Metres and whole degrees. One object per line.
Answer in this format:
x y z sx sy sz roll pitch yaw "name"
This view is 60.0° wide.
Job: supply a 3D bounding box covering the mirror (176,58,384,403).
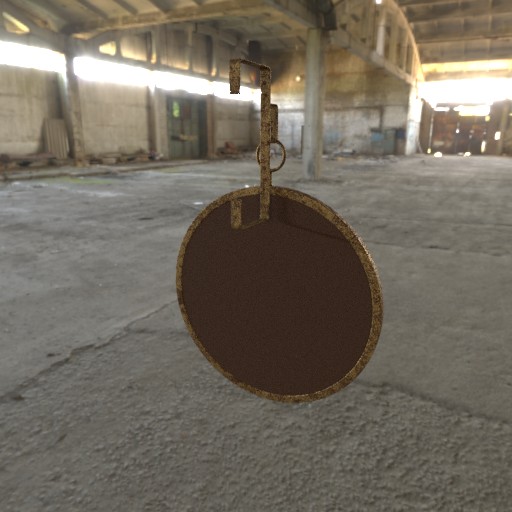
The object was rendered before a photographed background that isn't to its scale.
0.000 0.000 0.812 0.447 0.651 0.144 8 17 26 "mirror"
